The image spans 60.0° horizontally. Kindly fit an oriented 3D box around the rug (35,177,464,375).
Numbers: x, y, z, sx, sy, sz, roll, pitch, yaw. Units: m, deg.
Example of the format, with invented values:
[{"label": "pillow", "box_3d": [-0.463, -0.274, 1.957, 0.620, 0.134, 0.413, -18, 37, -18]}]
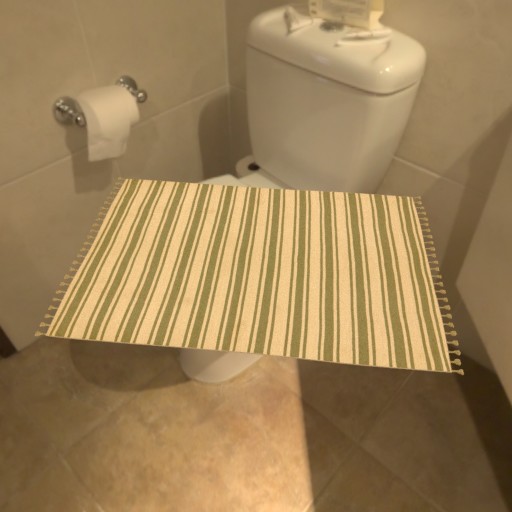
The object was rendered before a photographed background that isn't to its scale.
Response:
[{"label": "rug", "box_3d": [0.000, 0.000, 2.999, 2.435, 0.018, 1.540, 4, 46, 4]}]
